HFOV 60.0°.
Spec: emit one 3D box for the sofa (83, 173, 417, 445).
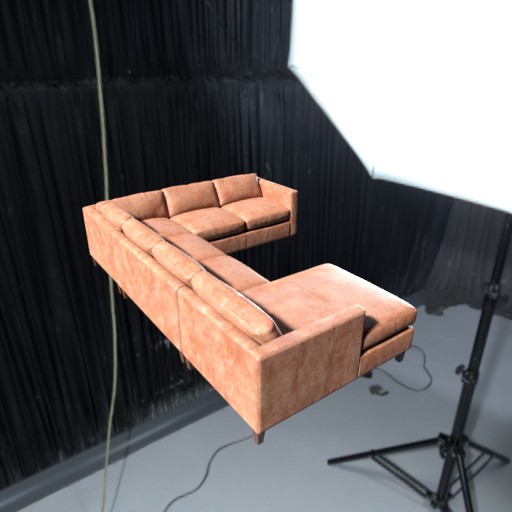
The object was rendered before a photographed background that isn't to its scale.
[{"bbox_3d":[0.000,0.000,4.553,2.430,0.832,3.401,-17,30,-32],"label":"sofa"}]
